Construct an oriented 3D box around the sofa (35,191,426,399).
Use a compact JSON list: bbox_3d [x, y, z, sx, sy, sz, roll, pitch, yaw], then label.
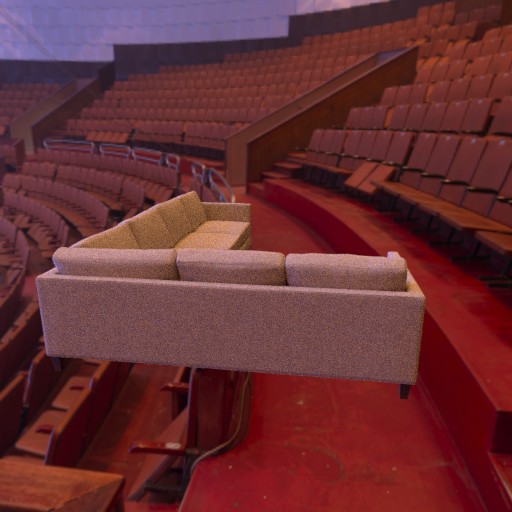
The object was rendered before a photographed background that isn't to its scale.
[{"bbox_3d":[0.000,0.000,4.240,2.432,0.863,3.182,2,16,8],"label":"sofa"}]
